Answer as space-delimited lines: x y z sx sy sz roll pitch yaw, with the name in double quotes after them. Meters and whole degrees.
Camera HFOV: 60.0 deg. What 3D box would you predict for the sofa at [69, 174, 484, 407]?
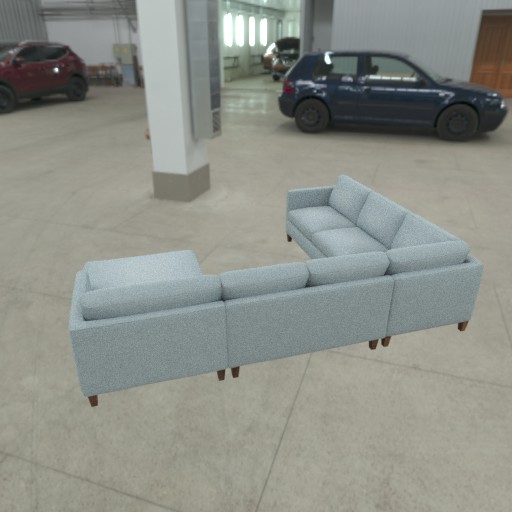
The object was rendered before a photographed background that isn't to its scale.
0.000 0.000 4.559 3.403 0.889 2.551 -7 27 -15 "sofa"
